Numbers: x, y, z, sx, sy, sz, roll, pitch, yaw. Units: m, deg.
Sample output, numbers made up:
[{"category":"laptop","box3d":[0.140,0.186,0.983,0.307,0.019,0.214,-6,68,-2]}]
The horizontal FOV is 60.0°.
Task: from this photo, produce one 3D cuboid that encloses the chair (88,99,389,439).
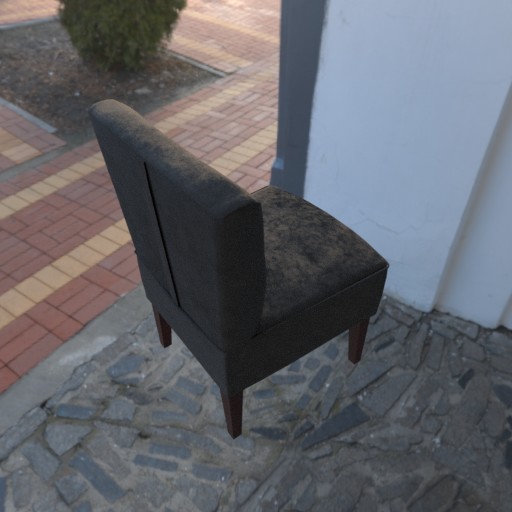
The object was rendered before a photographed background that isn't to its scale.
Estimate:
[{"category":"chair","box3d":[0.000,0.000,1.177,0.554,0.806,0.521,-27,47,-28]}]
